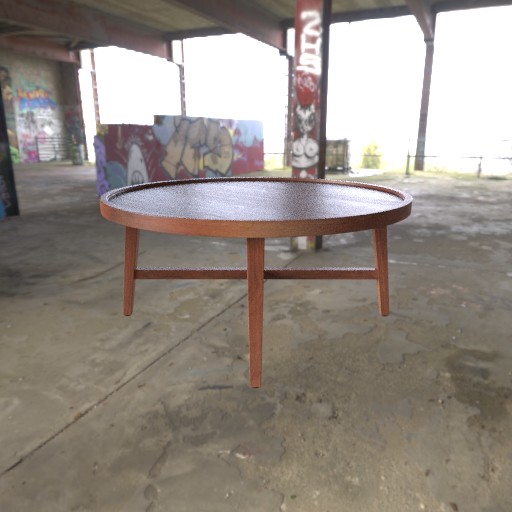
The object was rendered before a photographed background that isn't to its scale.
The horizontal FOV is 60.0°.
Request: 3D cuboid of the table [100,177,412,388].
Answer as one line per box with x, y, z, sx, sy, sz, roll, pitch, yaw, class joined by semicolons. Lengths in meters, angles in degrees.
0.000;0.000;1.246;0.800;0.360;0.800;0;16;0;table
